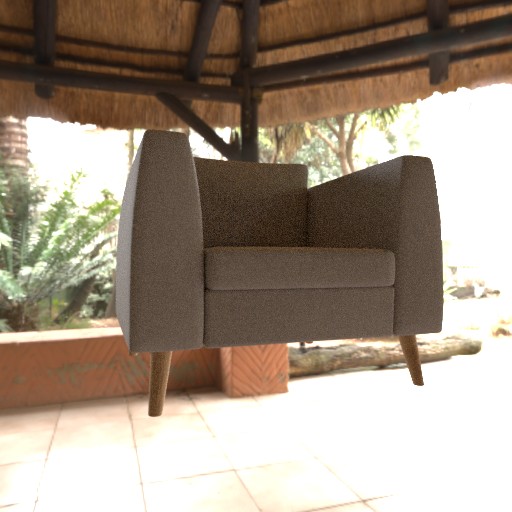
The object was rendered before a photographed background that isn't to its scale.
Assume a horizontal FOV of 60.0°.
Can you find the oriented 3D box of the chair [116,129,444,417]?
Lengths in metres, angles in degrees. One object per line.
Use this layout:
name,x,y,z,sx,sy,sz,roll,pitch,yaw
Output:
chair,0.000,0.000,1.705,1.000,0.860,0.930,0,-1,-20
